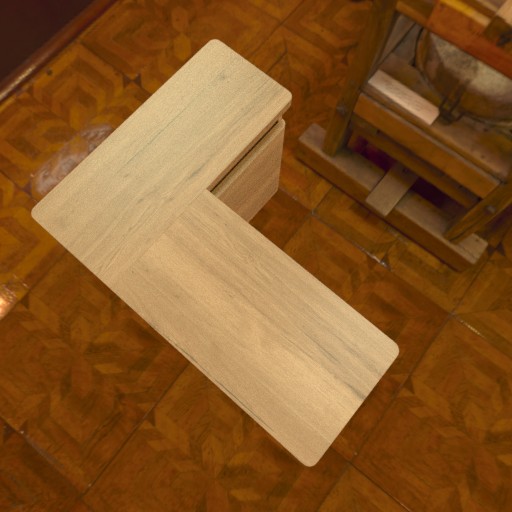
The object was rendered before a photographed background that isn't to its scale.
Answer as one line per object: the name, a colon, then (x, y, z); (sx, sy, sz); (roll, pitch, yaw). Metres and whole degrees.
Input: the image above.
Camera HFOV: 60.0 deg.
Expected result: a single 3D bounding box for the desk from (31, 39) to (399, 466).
desk: (0.000, 0.000, 1.785); (1.169, 0.760, 0.900); (40, 78, 10)
